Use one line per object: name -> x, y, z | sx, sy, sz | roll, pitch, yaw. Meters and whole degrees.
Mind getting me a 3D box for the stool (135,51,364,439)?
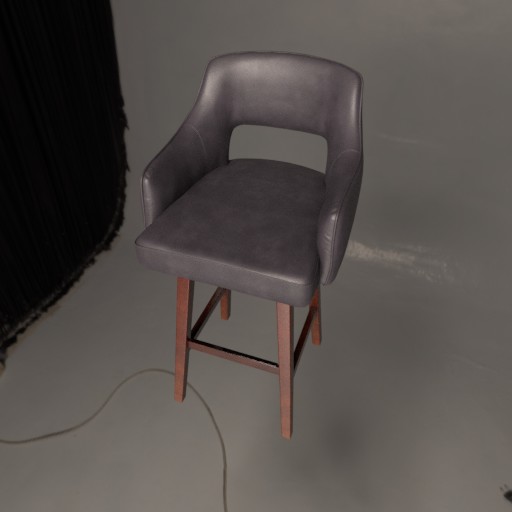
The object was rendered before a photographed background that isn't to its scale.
stool -> 0.000, 0.000, 1.357 | 0.550, 1.041, 0.560 | 13, 41, 15
